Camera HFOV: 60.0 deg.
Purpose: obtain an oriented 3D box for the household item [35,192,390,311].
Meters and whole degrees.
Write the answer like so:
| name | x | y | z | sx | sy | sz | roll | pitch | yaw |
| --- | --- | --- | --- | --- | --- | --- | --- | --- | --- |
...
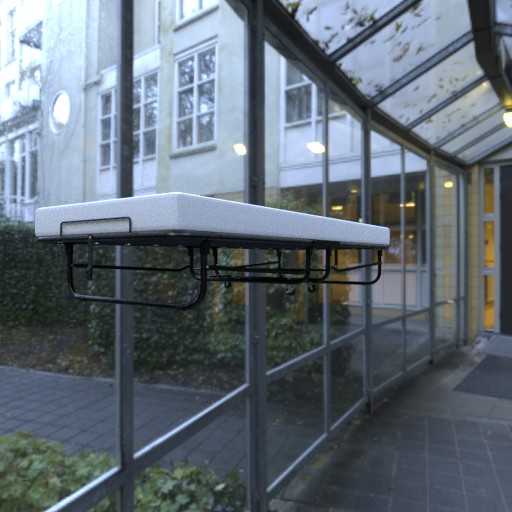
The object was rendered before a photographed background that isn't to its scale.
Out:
| name | x | y | z | sx | sy | sz | roll | pitch | yaw |
| --- | --- | --- | --- | --- | --- | --- | --- | --- | --- |
| household item | 0.000 | 0.000 | 2.209 | 0.787 | 0.356 | 1.905 | 0 | 0 | 35 |
